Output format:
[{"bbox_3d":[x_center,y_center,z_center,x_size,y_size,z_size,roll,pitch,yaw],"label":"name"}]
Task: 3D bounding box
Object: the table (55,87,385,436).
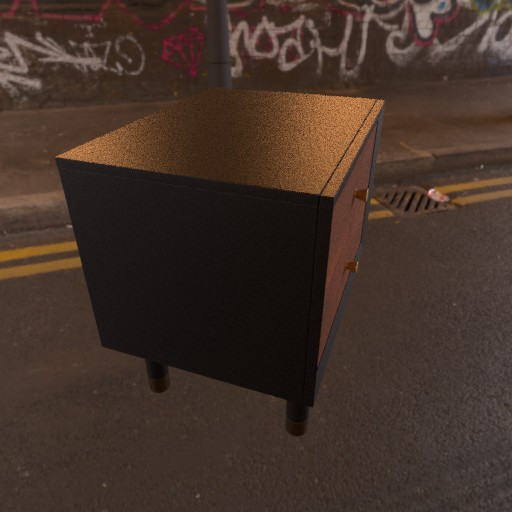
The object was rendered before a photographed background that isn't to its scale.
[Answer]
[{"bbox_3d":[0.000,0.000,0.983,0.441,0.584,0.564,11,33,17],"label":"table"}]
